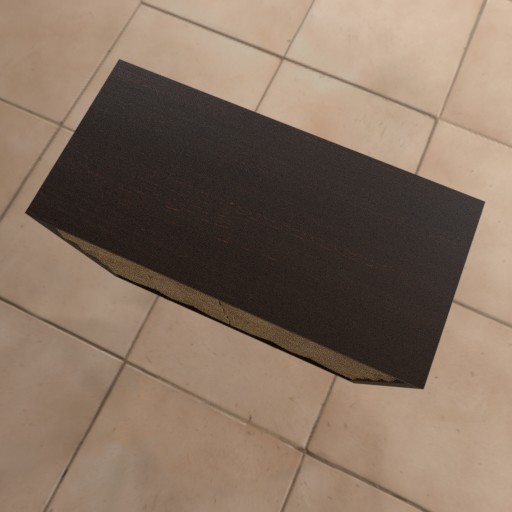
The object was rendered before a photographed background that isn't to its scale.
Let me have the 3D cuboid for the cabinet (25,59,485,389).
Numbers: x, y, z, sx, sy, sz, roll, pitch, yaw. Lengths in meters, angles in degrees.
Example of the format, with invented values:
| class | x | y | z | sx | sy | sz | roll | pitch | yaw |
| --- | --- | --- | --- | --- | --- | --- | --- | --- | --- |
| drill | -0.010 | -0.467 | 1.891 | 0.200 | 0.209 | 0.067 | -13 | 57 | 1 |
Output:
| class | x | y | z | sx | sy | sz | roll | pitch | yaw |
| --- | --- | --- | --- | --- | --- | --- | --- | --- | --- |
| cabinet | 0.000 | 0.000 | 1.425 | 0.950 | 0.860 | 0.451 | 23 | 76 | 6 |
